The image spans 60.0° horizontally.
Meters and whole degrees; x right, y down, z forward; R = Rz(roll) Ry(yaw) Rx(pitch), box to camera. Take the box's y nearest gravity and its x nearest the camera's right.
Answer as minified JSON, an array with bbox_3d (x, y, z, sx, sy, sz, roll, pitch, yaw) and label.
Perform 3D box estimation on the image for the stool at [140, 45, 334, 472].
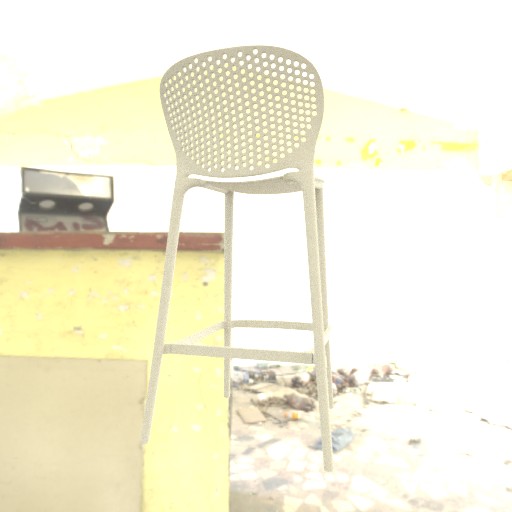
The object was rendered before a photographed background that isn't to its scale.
[{"bbox_3d":[0.000,0.000,1.361,0.536,1.045,0.535,0,0,18],"label":"stool"}]
